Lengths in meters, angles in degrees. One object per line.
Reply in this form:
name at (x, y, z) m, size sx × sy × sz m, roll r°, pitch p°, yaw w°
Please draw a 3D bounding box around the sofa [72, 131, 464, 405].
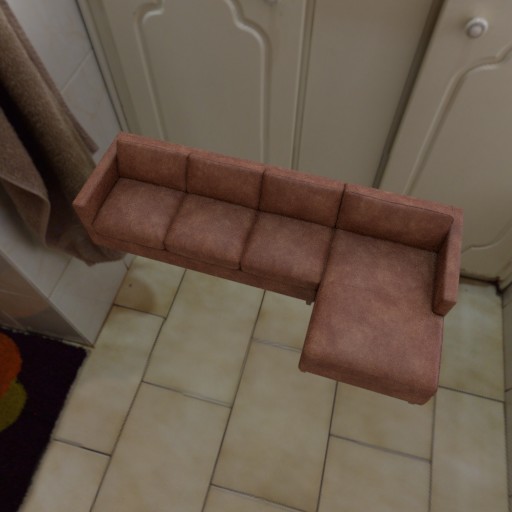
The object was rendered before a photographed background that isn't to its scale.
sofa at (0.000, 0.000, 3.840) m, size 3.203 × 0.883 × 1.581 m, roll 14°, pitch 59°, yaw 9°
